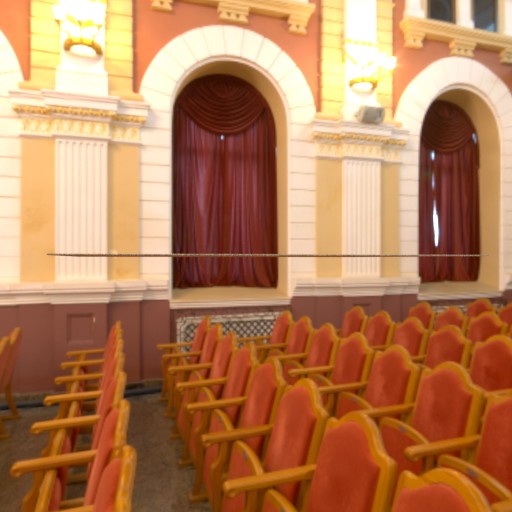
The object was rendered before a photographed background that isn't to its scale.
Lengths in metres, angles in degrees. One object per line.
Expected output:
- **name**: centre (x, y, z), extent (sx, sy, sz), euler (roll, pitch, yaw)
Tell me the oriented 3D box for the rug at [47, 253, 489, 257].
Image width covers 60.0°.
- **rug**: centre (0.000, 0.000, 2.893), extent (2.283, 0.006, 1.521), euler (0, 0, -17)
